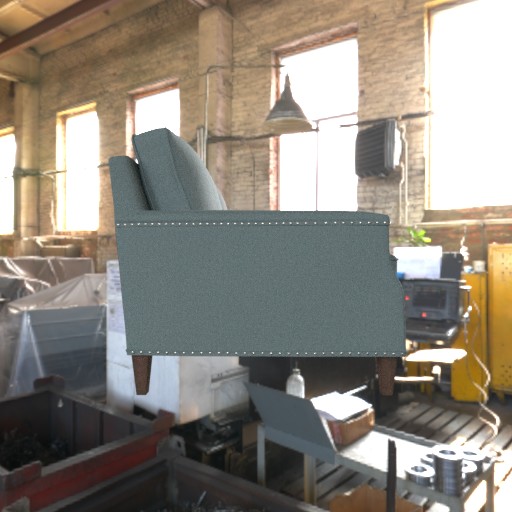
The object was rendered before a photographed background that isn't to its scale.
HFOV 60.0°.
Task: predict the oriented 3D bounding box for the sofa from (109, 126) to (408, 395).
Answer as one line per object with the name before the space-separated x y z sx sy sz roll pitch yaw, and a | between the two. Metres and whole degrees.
sofa | 0.000 0.000 2.328 1.084 1.003 1.597 0 0 0
